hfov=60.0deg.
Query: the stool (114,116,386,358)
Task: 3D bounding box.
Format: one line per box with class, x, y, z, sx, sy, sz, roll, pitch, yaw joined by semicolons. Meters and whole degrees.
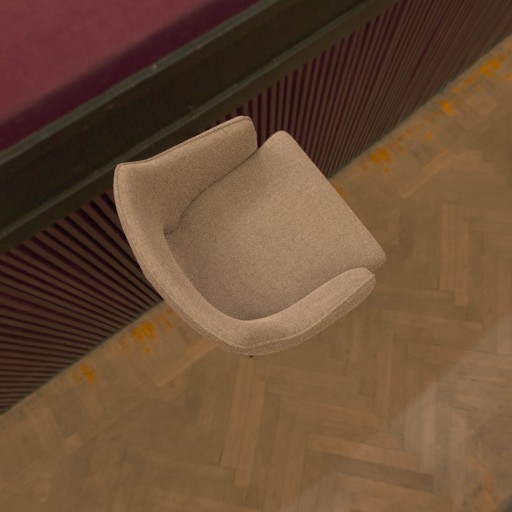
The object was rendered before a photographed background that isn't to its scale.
stool;0.000;0.000;1.367;0.558;0.944;0.599;-34;78;-9
